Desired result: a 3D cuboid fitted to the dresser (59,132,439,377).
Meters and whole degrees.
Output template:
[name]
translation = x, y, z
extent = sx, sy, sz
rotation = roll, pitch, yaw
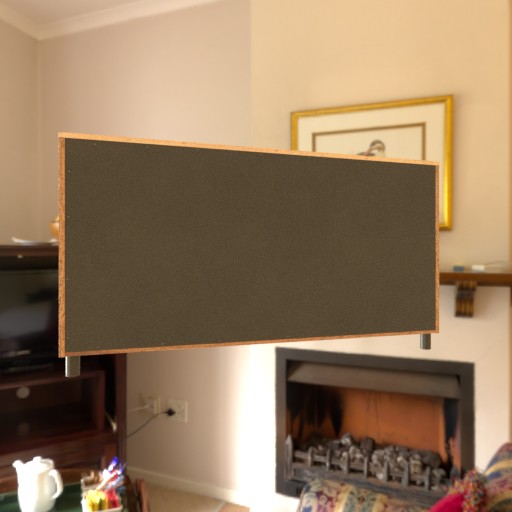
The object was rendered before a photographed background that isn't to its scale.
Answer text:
[dresser]
translation = 0.000, 0.000, 1.956
extent = 1.547, 0.834, 0.487
rotation = 0, 0, -18
